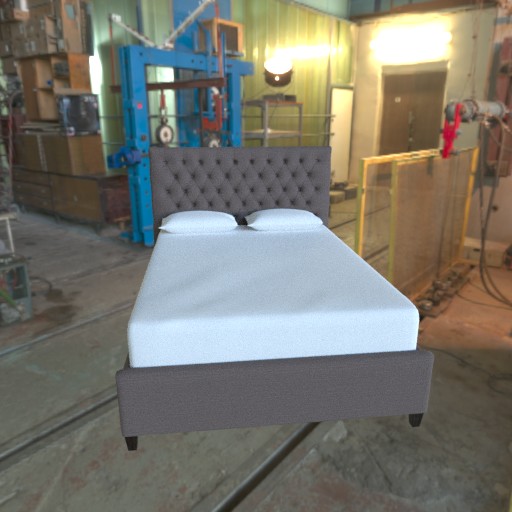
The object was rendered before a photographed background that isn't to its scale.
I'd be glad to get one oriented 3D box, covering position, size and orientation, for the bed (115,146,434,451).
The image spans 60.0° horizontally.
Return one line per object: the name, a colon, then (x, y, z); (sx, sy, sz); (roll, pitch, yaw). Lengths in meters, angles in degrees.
bed: (0.000, 0.000, 3.252); (1.696, 1.426, 2.233); (-2, 18, -7)
